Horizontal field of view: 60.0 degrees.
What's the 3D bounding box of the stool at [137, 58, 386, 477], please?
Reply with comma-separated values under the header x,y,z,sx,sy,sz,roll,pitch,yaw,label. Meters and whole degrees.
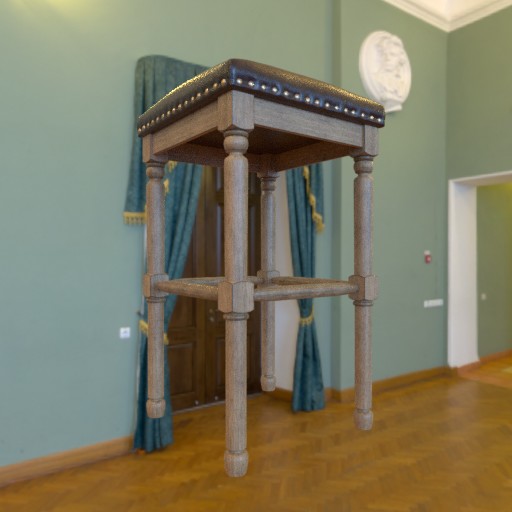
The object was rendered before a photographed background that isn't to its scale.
x,y,z,sx,sy,sz,roll,pitch,yaw,label
0.000,0.000,0.940,0.382,0.702,0.383,0,0,-37,stool
